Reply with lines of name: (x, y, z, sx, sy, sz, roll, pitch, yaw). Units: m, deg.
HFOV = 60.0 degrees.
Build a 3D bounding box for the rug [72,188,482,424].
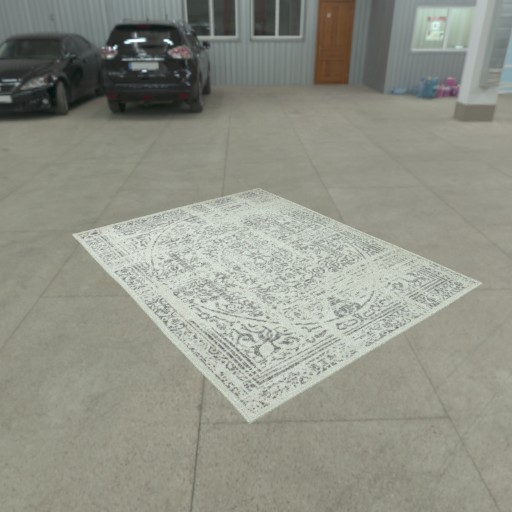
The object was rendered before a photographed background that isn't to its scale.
rug: (0.000, 0.000, 3.915, 2.311, 0.032, 2.921, -19, 33, -33)
